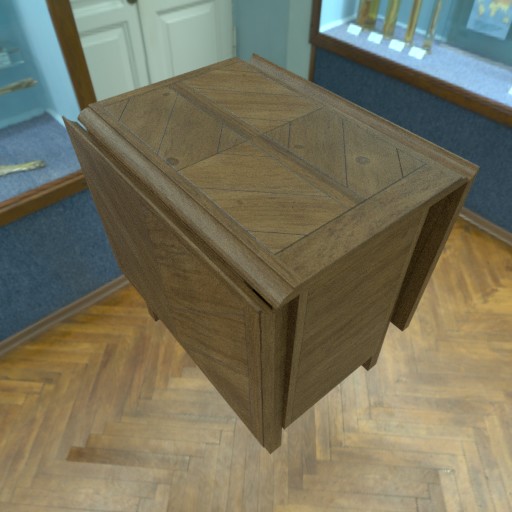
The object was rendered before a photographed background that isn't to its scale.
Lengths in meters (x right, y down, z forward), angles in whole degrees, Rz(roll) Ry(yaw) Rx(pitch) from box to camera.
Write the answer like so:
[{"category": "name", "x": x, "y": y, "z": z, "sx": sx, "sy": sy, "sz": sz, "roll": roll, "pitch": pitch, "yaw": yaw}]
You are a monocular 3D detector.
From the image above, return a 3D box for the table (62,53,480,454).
[{"category": "table", "x": 0.000, "y": 0.000, "z": 1.257, "sx": 0.591, "sy": 0.763, "sz": 0.746, "roll": -30, "pitch": 53, "yaw": -26}]
